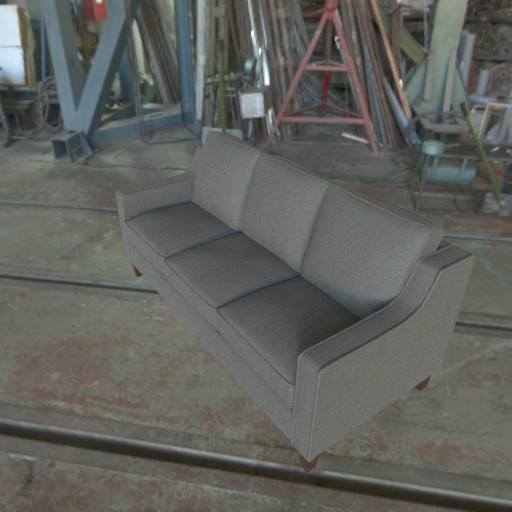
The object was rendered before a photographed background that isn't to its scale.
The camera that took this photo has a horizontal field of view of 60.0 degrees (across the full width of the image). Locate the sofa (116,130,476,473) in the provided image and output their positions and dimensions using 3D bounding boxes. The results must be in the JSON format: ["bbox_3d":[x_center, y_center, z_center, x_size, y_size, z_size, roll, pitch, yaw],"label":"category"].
[{"bbox_3d":[0.000,0.000,2.530,0.911,0.974,1.986,-20,37,-30],"label":"sofa"}]
